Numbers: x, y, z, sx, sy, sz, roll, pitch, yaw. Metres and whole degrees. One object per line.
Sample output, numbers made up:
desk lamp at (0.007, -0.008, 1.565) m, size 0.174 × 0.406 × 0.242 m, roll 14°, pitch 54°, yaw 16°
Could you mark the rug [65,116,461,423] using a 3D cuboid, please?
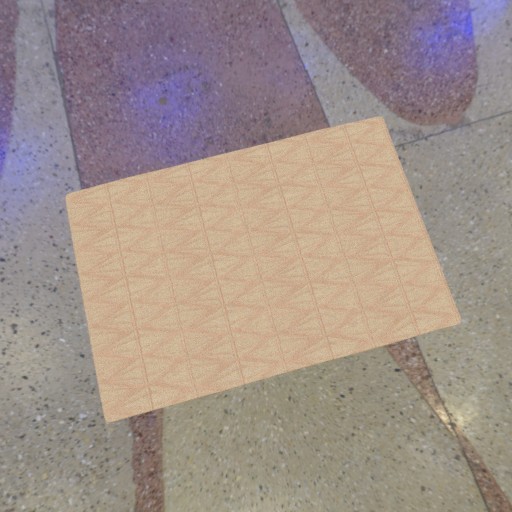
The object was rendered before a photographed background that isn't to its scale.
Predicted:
rug at (0.000, 0.000, 3.035) m, size 2.390 × 0.015 × 1.609 m, roll -15°, pitch 76°, yaw -4°
